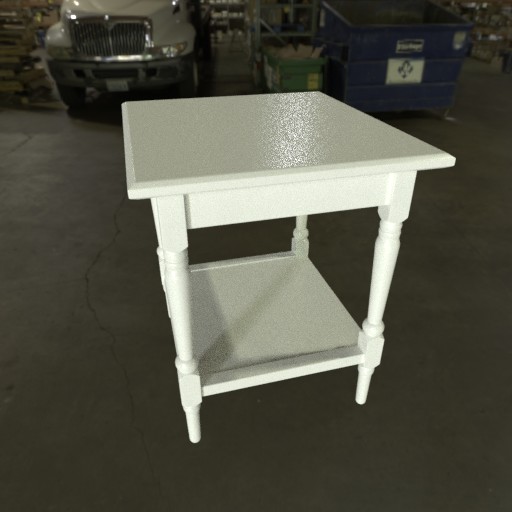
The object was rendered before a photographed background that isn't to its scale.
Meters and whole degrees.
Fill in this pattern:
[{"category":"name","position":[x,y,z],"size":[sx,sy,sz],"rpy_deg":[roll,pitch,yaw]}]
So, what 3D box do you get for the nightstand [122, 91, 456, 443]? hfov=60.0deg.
[{"category":"nightstand","position":[0.000,0.000,0.933],"size":[0.459,0.555,0.505],"rpy_deg":[-8,32,-13]}]
